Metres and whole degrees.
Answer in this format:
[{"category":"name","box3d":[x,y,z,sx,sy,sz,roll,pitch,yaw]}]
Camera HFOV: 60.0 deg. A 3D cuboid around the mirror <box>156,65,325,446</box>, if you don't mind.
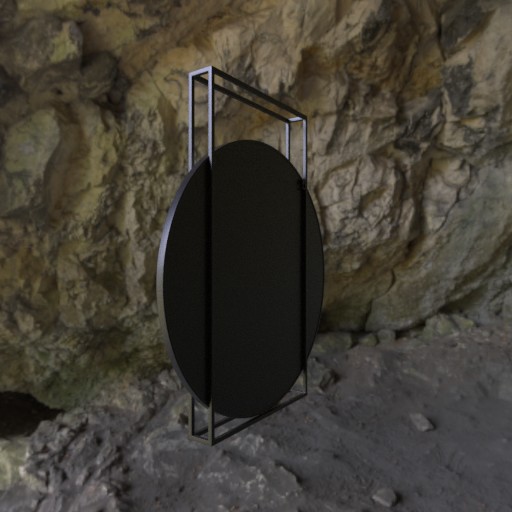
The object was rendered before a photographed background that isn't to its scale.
[{"category":"mirror","box3d":[0.000,0.000,0.844,0.051,0.603,0.508,0,0,35]}]
